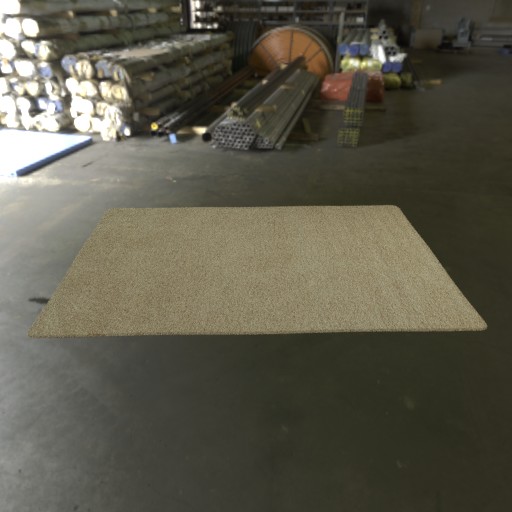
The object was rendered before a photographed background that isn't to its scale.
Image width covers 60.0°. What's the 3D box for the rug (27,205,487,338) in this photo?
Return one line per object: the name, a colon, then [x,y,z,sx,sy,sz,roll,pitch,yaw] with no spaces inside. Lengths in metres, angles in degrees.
rug: [0.000,0.000,3.355,2.700,0.024,1.801,-1,30,-1]
